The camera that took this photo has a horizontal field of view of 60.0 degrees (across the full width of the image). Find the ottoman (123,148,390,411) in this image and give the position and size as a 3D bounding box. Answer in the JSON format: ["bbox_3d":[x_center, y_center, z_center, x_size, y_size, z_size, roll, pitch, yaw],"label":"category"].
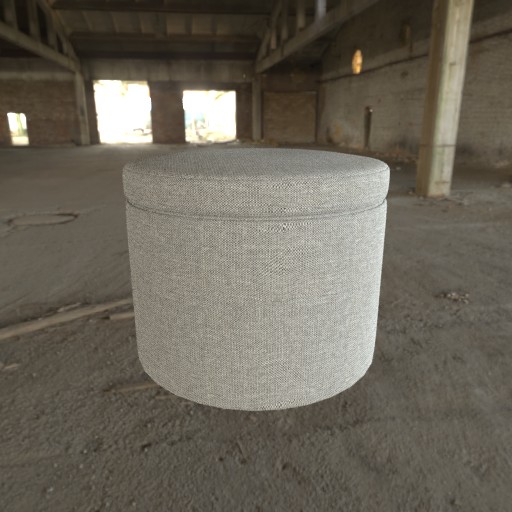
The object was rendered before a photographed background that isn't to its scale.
[{"bbox_3d":[0.000,0.000,0.912,0.500,0.419,0.500,0,17,0],"label":"ottoman"}]
